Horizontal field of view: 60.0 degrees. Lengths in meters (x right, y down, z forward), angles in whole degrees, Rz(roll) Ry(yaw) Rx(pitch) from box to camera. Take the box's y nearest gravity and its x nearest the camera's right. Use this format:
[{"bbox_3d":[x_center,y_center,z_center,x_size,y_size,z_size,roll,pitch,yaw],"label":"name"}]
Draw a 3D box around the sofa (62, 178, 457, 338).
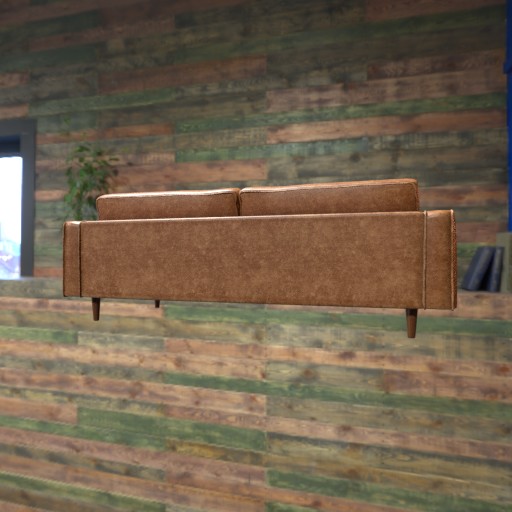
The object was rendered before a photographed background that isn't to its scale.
[{"bbox_3d":[0.000,0.000,2.725,2.199,0.779,0.886,0,0,18],"label":"sofa"}]
